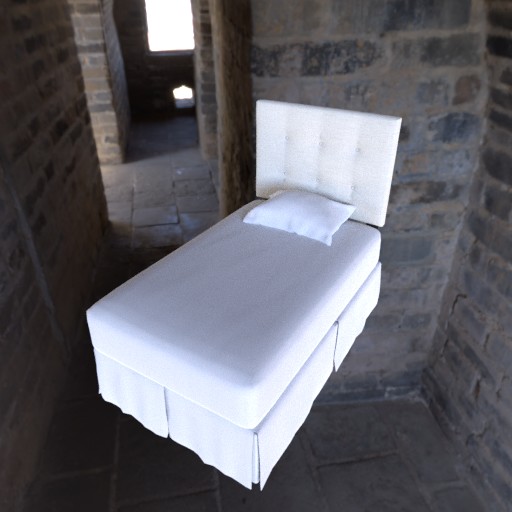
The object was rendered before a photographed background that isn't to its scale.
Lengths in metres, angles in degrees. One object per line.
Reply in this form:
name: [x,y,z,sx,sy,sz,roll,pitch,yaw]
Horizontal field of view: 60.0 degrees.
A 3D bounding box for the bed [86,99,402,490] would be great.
bed: [0.000,0.000,2.952,1.261,1.571,1.997,18,35,27]
